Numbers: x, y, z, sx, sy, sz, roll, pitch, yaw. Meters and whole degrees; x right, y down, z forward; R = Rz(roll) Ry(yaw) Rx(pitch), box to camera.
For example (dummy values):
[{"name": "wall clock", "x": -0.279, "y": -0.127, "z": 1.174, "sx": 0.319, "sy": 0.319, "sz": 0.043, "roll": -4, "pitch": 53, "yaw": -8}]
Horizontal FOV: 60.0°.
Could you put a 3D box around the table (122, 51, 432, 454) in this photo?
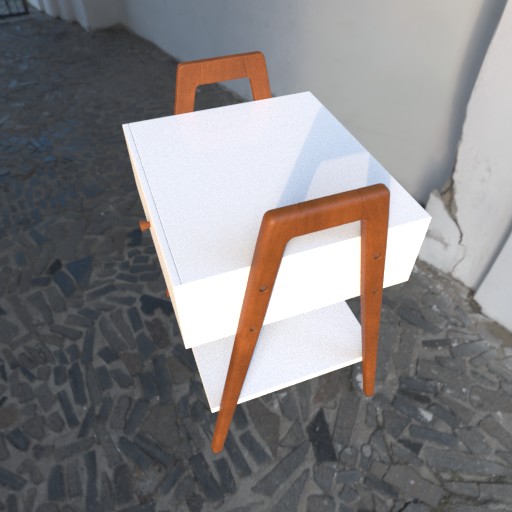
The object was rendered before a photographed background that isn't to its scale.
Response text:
[{"name": "table", "x": 0.000, "y": 0.000, "z": 0.882, "sx": 0.405, "sy": 0.610, "sz": 0.457, "roll": -15, "pitch": 48, "yaw": -14}]
